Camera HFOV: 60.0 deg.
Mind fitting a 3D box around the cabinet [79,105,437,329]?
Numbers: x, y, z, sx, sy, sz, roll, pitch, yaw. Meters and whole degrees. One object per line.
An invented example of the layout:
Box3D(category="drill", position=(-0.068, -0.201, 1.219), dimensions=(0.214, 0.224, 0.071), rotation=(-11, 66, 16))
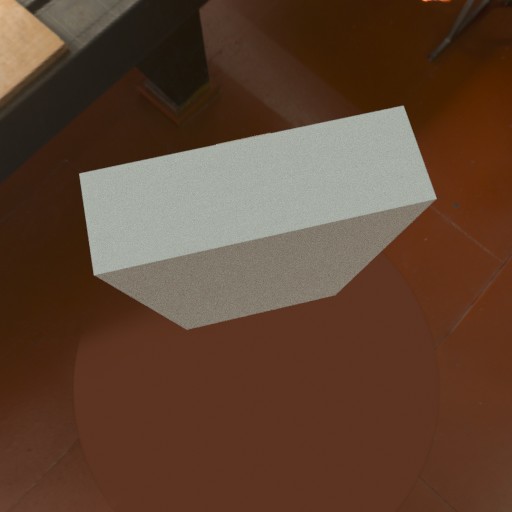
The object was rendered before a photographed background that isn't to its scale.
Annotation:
Box3D(category="cabinet", position=(0.000, 0.000, 1.593), dimensions=(0.750, 1.280, 0.250), rotation=(-13, 76, -3))
